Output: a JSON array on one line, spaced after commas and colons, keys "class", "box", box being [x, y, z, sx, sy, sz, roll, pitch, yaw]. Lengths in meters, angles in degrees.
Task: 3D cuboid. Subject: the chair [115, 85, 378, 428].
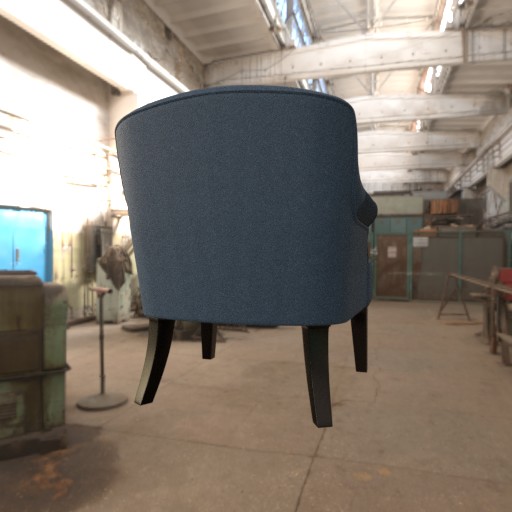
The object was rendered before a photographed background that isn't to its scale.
[{"class": "chair", "box": [0.000, 0.000, 1.485, 0.770, 0.878, 0.754, 0, 0, 18]}]
